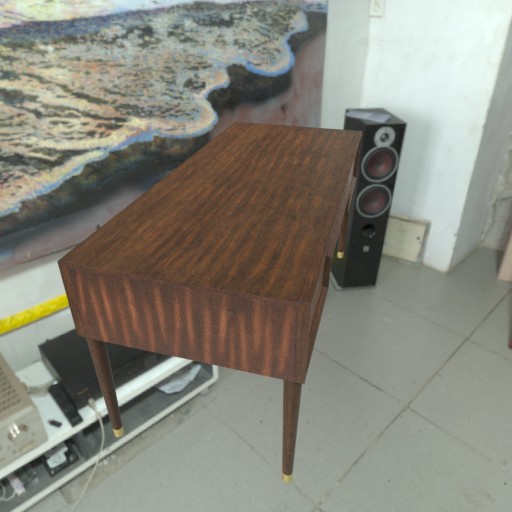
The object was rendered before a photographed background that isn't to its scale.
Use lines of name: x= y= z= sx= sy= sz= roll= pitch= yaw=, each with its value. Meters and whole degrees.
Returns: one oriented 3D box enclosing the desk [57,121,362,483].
desk: x=0.000 y=0.000 z=1.992 sx=0.724 sy=0.762 sz=1.575 roll=8 pitch=32 yaw=14
